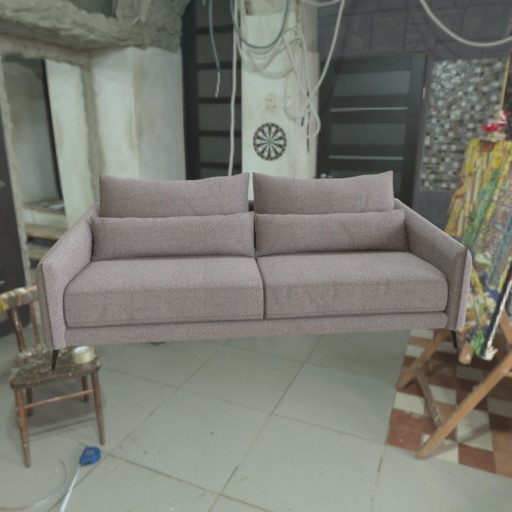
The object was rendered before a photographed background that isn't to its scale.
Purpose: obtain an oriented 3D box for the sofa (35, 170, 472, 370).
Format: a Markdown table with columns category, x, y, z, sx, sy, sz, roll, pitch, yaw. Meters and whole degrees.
| category | x | y | z | sx | sy | sz | roll | pitch | yaw |
| --- | --- | --- | --- | --- | --- | --- | --- | --- | --- |
| sofa | 0.000 | 0.000 | 2.384 | 2.022 | 0.833 | 0.809 | -2 | 17 | -6 |
